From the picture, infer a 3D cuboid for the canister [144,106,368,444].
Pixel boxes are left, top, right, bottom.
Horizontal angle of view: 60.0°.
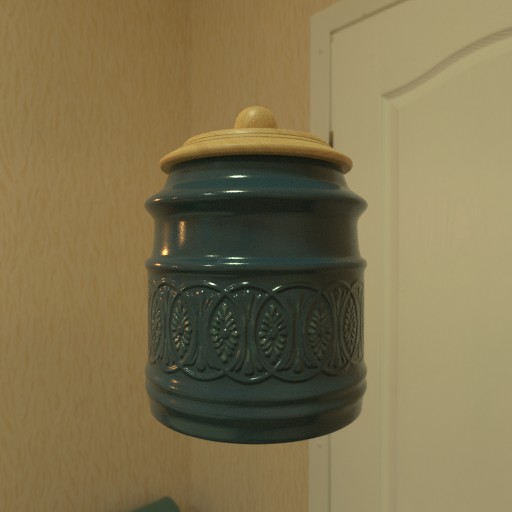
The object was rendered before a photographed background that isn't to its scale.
[{"bbox_3d":[0.000,0.000,0.265,0.130,0.176,0.130,0,1,0],"label":"canister"}]
